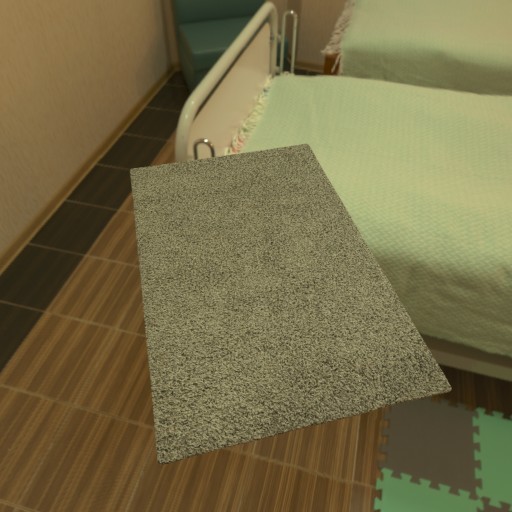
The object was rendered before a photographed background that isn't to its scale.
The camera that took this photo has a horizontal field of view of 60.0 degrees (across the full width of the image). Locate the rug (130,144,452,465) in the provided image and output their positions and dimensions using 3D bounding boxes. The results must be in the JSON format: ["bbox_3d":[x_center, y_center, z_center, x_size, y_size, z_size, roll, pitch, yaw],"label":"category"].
[{"bbox_3d":[0.000,0.000,3.448,1.778,0.030,2.743,-10,48,-10],"label":"rug"}]
